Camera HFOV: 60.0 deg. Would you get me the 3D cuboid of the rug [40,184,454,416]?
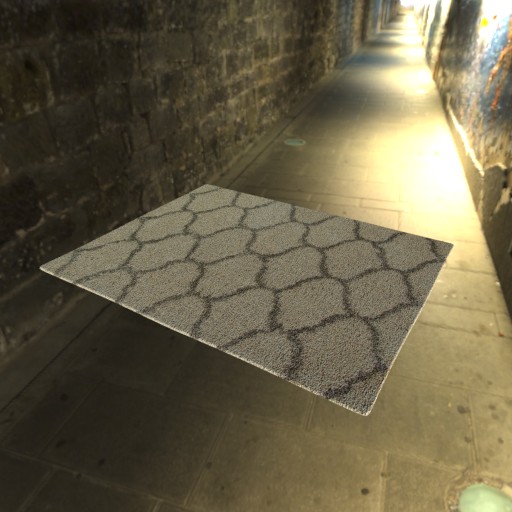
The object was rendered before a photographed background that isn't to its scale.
[{"bbox_3d":[0.000,0.000,4.066,3.000,0.026,2.399,18,34,28],"label":"rug"}]
